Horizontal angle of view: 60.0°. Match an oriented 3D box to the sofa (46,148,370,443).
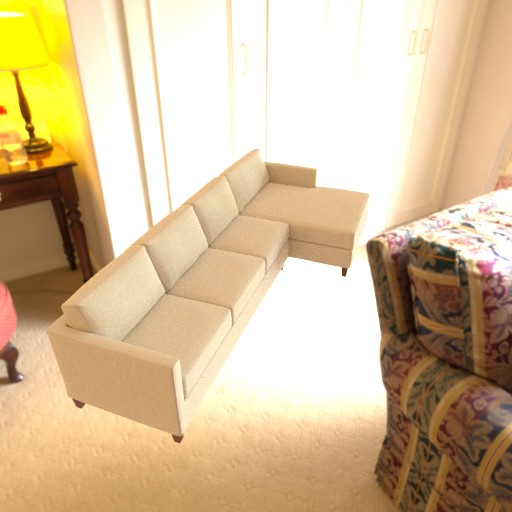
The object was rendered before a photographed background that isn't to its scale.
[{"bbox_3d":[0.000,0.000,4.077,1.599,0.954,3.471,11,33,18],"label":"sofa"}]
